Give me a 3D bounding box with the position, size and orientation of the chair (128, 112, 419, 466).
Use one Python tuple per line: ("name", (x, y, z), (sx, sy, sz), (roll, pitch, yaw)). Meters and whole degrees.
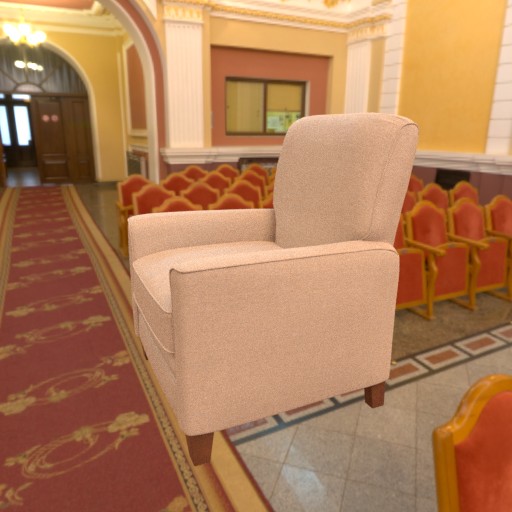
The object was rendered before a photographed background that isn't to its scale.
("chair", (0.000, 0.000, 1.662), (0.858, 1.023, 0.841), (-7, 18, -24))
